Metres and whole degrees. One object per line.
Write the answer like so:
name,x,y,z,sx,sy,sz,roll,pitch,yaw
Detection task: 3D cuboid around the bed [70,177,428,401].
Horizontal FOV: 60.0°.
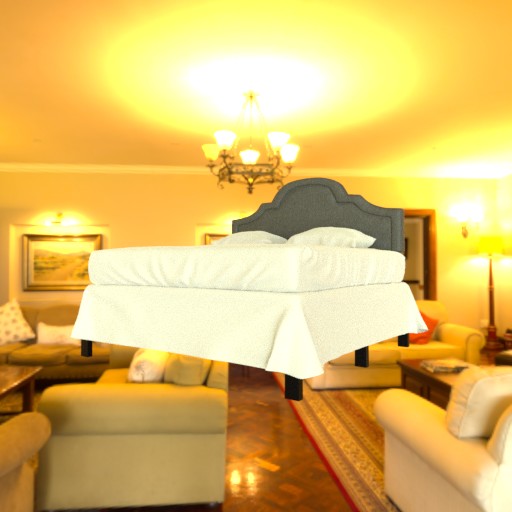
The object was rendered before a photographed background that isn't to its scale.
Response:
bed,0.000,0.000,3.812,2.303,1.631,2.222,-1,-1,36
